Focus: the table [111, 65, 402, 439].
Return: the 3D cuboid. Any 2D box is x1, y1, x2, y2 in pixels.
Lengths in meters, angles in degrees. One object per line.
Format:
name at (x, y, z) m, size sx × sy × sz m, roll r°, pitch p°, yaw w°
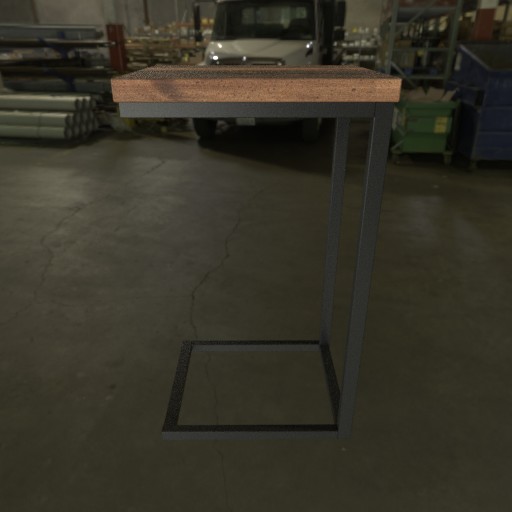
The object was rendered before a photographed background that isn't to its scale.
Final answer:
table at (0.000, 0.000, 0.929) m, size 0.414 × 0.718 × 0.323 m, roll 0°, pitch 26°, yaw 0°
